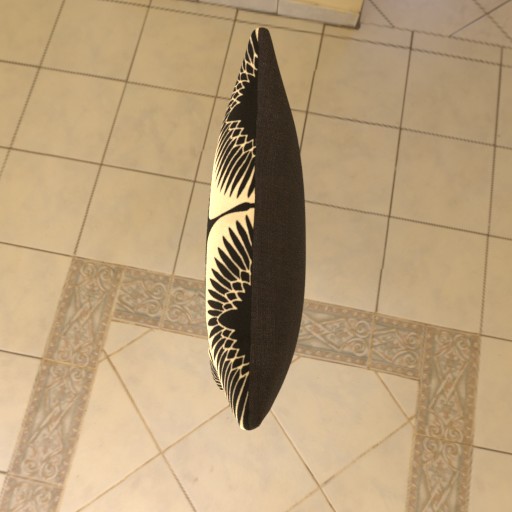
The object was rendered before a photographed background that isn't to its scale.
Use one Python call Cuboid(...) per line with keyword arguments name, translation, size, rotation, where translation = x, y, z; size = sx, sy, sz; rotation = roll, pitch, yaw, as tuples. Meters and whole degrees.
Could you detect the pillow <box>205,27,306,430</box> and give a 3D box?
Cuboid(name="pillow", translation=(0.000, 0.000, 0.653), size=(0.139, 0.432, 0.432), rotation=(1, 76, 0))
